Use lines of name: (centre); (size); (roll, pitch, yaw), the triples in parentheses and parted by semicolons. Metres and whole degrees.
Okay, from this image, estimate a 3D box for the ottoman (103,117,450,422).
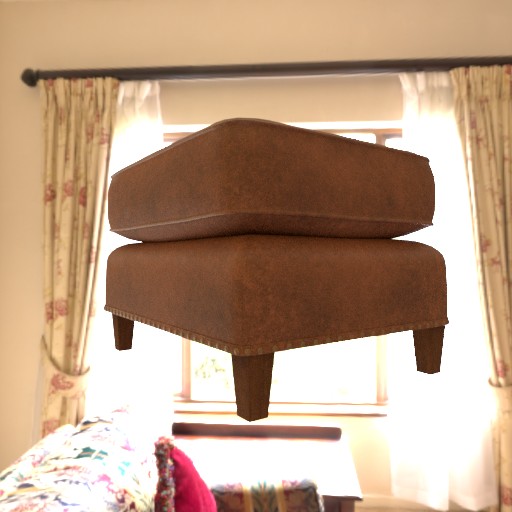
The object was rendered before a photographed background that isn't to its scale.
ottoman: (0.000, 0.000, 1.142); (0.589, 0.537, 0.738); (0, 0, -35)
